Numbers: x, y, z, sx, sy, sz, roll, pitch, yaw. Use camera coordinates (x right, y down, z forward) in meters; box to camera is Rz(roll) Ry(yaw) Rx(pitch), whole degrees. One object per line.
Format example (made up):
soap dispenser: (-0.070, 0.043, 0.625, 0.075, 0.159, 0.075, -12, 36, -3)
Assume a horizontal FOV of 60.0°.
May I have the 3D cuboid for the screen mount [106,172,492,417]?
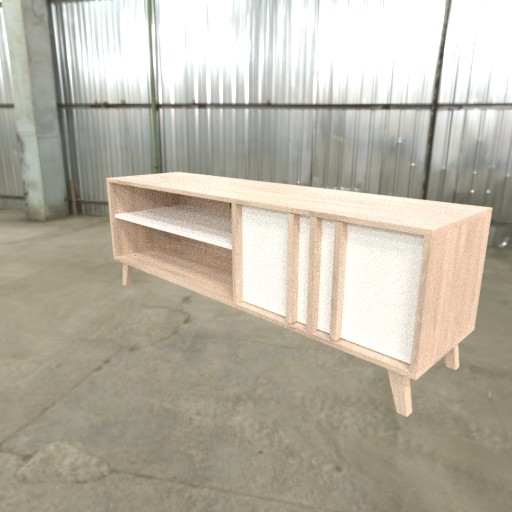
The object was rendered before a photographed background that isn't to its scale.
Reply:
screen mount: (0.000, 0.000, 1.704, 1.500, 0.510, 0.400, 15, 22, 42)
